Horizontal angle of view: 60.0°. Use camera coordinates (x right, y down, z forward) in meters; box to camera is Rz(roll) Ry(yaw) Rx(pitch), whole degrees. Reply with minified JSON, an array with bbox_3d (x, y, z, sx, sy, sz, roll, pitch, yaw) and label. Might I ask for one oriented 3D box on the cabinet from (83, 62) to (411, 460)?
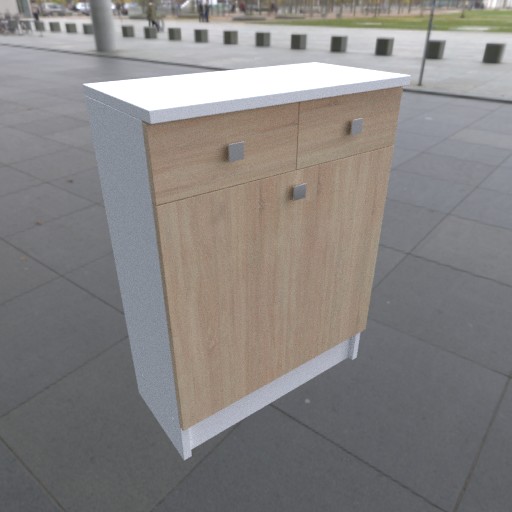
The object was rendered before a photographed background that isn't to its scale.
[{"bbox_3d":[0.000,0.000,1.090,0.600,0.815,0.296,-20,35,-31],"label":"cabinet"}]
